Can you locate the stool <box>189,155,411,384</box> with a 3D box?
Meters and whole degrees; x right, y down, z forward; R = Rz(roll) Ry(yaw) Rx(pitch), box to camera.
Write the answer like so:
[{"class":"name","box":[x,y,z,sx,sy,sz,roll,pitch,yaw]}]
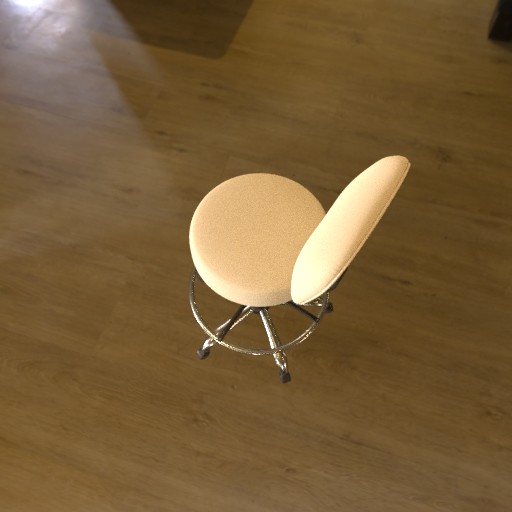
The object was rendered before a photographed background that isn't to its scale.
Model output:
[{"class":"stool","box":[0.000,0.000,1.444,0.616,1.080,0.609,31,67,14]}]
